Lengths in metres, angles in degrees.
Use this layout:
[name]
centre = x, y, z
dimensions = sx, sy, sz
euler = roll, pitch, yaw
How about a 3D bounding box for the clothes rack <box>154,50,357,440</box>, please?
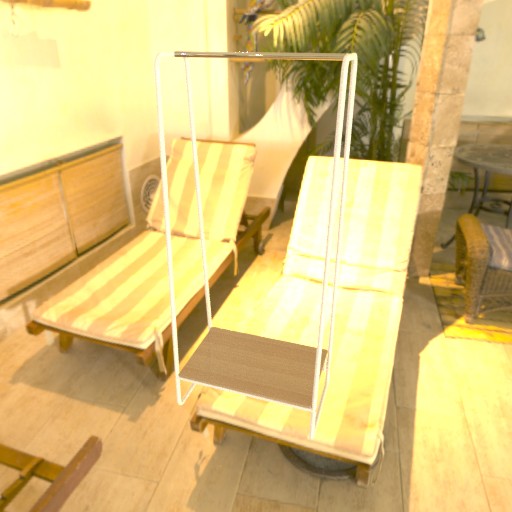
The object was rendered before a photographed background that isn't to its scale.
[clothes rack]
centre = 0.000, 0.000, 1.795
dimensions = 0.640, 1.500, 0.400
euler = 9, 28, 16
